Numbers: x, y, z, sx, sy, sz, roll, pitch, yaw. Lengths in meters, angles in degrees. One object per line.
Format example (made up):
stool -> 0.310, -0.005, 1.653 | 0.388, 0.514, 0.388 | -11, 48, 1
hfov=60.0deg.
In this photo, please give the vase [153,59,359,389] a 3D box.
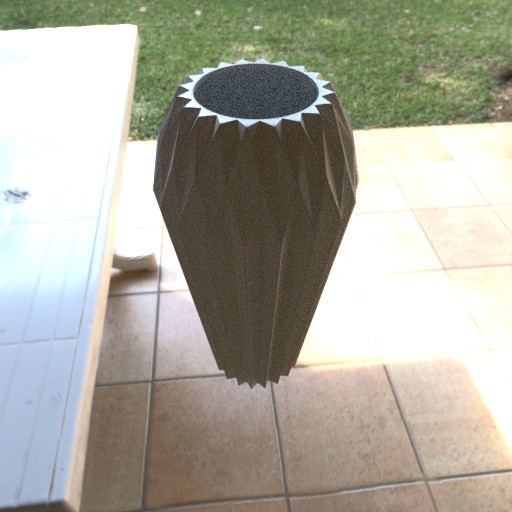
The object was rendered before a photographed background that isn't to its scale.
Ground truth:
vase -> 0.000, 0.000, 0.340 | 0.133, 0.263, 0.133 | 0, 45, 0
